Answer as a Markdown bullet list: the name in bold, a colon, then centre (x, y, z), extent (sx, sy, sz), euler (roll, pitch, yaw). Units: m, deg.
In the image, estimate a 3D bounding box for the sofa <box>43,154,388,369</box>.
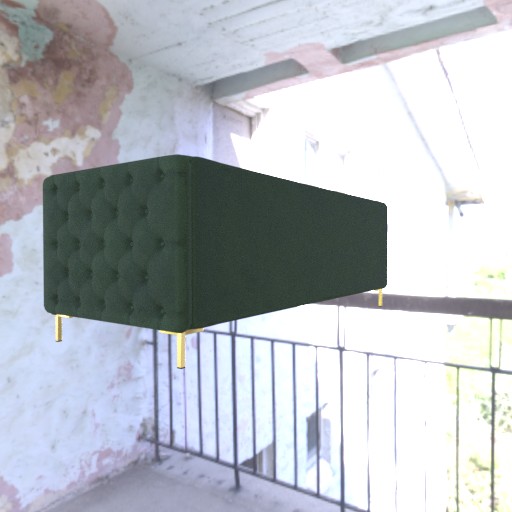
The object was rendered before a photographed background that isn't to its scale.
- **sofa**: centre (0.000, 0.000, 2.657), extent (0.895, 0.771, 2.209), euler (1, 1, 35)
